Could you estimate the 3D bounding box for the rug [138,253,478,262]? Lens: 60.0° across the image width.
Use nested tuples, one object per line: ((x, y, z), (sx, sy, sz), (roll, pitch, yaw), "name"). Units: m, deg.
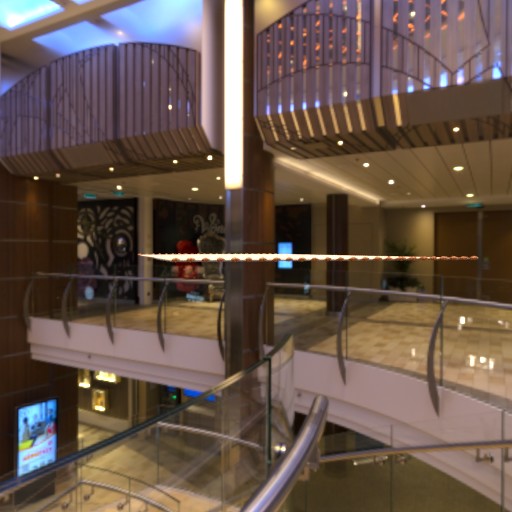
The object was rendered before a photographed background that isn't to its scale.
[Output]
((0.000, 0.000, 2.591), (1.232, 0.017, 2.092), (0, 1, -18), "rug")
